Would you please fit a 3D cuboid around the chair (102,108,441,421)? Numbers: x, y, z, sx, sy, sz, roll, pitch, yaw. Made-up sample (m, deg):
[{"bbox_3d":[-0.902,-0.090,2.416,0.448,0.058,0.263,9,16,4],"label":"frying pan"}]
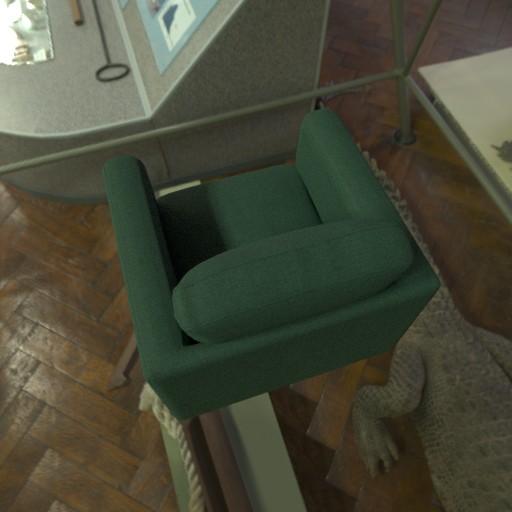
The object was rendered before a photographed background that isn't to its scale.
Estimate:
[{"bbox_3d":[0.000,0.000,1.554,0.855,0.927,0.800,-16,61,-9],"label":"chair"}]
